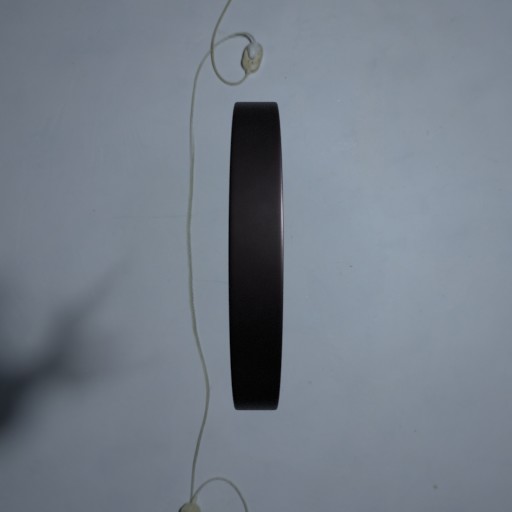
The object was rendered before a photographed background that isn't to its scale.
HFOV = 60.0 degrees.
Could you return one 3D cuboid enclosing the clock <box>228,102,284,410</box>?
[{"bbox_3d":[0.000,0.000,0.477,0.040,0.314,0.314,0,89,0],"label":"clock"}]
